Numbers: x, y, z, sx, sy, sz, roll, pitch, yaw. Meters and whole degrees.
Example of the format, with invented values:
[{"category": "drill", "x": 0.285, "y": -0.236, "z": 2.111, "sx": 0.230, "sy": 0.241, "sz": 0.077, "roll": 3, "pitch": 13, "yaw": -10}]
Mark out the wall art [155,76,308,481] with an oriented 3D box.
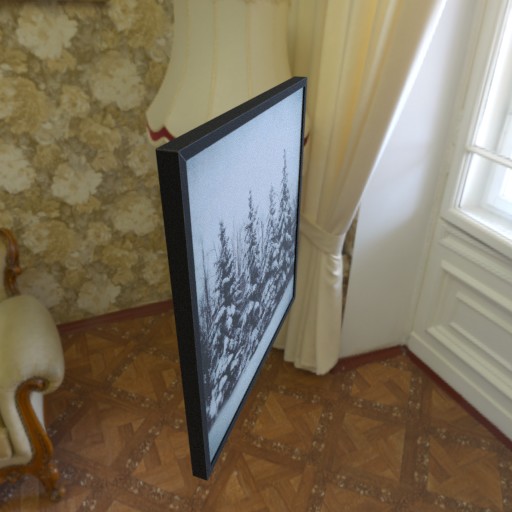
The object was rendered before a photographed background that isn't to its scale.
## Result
[{"category": "wall art", "x": 0.000, "y": 0.000, "z": 1.134, "sx": 0.037, "sy": 0.761, "sz": 0.761, "roll": 10, "pitch": 31, "yaw": 17}]
